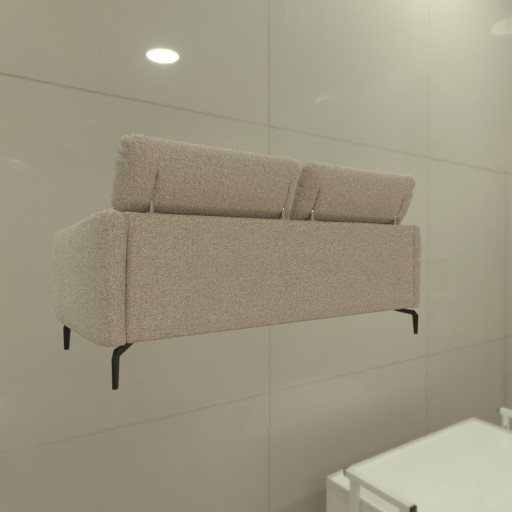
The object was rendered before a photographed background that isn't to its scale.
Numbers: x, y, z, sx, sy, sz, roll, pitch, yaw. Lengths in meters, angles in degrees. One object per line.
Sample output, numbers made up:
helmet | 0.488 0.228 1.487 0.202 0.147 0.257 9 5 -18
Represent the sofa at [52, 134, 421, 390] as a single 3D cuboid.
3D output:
sofa | 0.000 0.000 2.482 2.015 0.956 0.856 -1 1 -35
